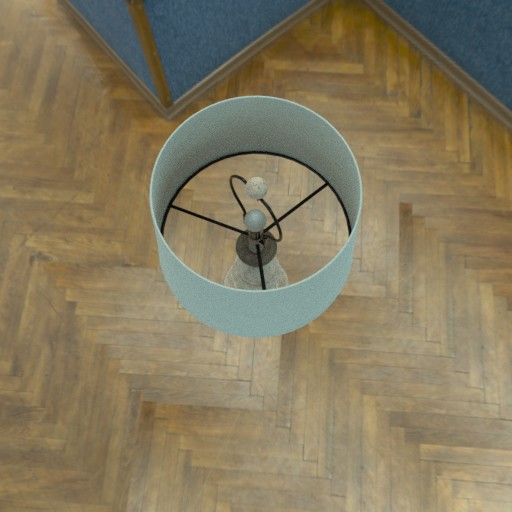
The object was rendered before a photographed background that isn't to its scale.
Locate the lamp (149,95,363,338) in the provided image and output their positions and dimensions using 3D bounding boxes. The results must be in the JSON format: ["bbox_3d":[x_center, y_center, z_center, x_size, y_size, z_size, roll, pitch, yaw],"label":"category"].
[{"bbox_3d":[0.000,0.000,0.880,0.340,0.678,0.340,0,75,0],"label":"lamp"}]
